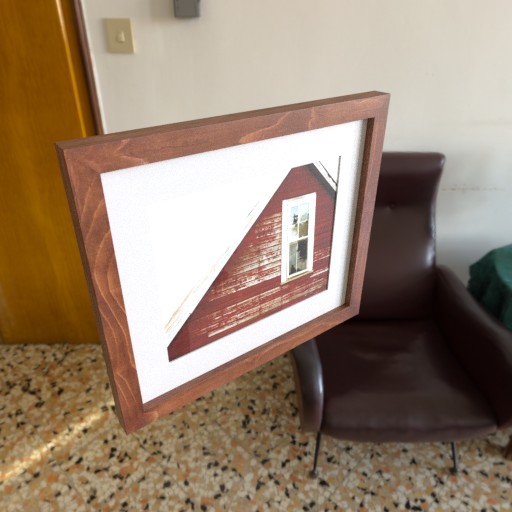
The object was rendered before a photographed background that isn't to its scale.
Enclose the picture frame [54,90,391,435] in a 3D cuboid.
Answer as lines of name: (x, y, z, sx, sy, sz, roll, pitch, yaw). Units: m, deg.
picture frame: (0.000, 0.000, 0.525, 0.381, 0.330, 0.025, -20, 36, -31)
